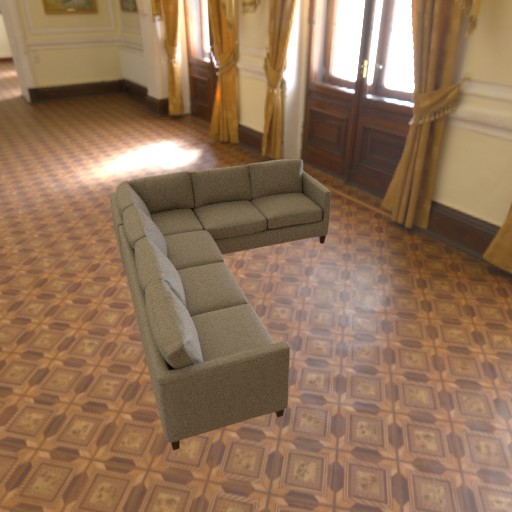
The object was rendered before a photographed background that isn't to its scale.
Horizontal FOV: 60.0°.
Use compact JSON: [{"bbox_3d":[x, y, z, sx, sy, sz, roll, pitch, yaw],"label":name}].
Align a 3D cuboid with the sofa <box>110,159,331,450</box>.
[{"bbox_3d":[0.000,0.000,4.559,2.593,0.947,3.302,-11,32,-18],"label":"sofa"}]
